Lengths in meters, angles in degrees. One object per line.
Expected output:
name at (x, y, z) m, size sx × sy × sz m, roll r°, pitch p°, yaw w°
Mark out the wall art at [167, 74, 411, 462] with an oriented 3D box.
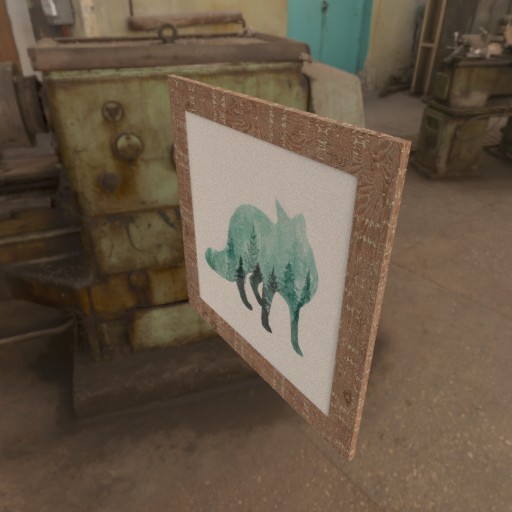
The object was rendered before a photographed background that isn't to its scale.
wall art at (0.000, 0.000, 0.564) m, size 0.012 × 0.384 × 0.384 m, roll -21°, pitch 37°, yaw -31°
